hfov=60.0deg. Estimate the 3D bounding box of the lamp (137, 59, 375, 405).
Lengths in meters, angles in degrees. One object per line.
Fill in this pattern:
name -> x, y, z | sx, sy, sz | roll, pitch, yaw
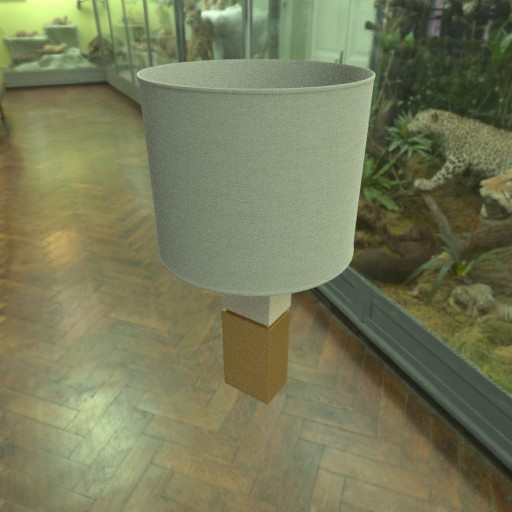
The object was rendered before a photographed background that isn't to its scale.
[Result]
lamp -> 0.000, 0.000, 0.537 | 0.229, 0.417, 0.229 | 18, 34, 29
